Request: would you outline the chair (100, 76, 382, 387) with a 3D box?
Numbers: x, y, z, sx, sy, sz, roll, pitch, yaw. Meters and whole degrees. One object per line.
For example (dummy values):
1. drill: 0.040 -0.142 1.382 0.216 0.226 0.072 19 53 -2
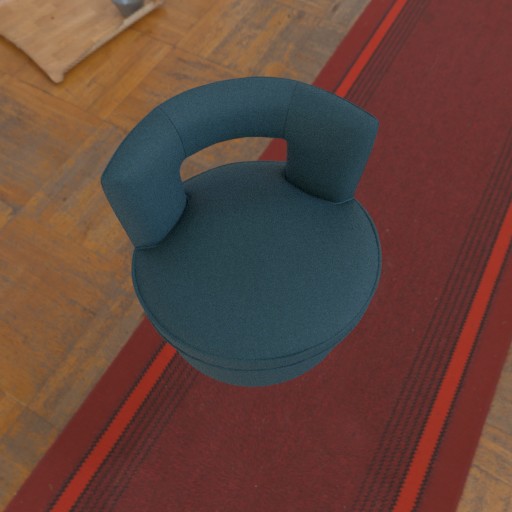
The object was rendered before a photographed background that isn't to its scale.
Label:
1. chair: 0.000 0.000 1.254 0.684 0.711 0.660 -14 63 -7
